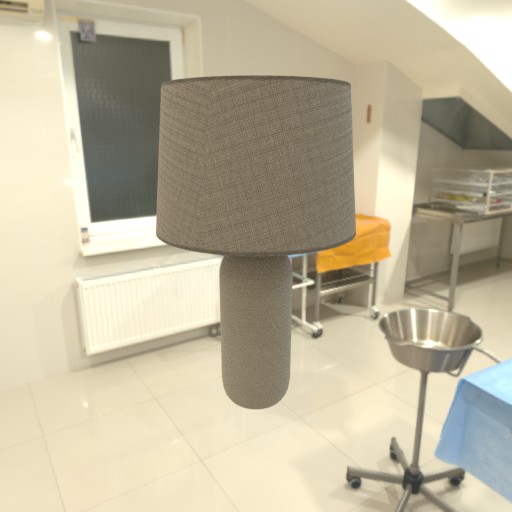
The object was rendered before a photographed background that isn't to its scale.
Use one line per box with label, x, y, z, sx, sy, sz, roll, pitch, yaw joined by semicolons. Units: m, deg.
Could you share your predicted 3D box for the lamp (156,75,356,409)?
lamp;0.000;0.000;0.846;0.367;0.609;0.367;0;16;0
